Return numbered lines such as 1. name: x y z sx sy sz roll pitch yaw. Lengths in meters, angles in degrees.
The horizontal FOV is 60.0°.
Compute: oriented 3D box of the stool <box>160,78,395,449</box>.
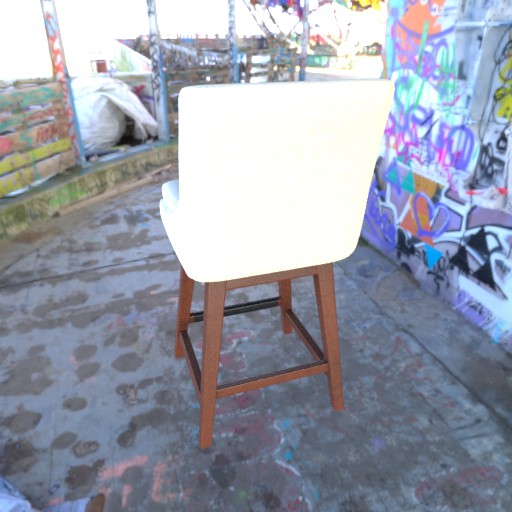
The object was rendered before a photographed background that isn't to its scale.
1. stool: 0.000 0.000 1.278 0.469 0.991 0.559 -9 29 -17
